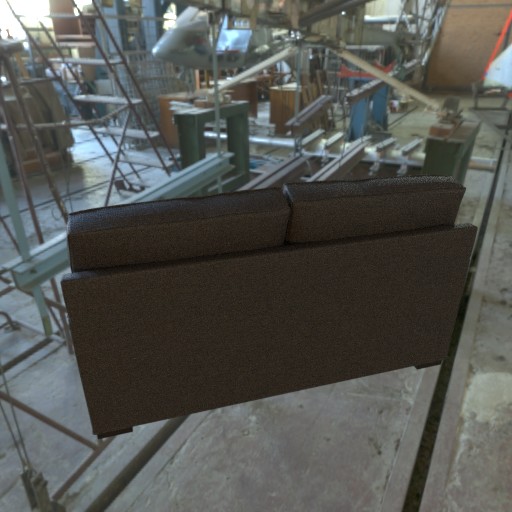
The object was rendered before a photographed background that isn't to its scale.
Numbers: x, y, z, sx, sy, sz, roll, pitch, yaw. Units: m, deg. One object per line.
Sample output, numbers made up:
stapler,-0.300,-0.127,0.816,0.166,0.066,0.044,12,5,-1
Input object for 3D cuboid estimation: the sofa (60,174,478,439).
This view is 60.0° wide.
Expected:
sofa,0.000,0.000,2.054,1.534,0.887,0.974,-7,27,-15
